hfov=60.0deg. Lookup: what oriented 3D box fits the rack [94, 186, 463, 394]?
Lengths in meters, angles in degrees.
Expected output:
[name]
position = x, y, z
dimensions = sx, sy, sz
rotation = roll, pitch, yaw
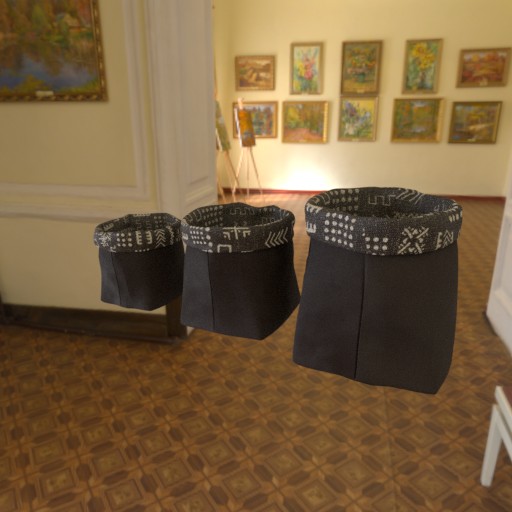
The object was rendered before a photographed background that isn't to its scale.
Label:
[rack]
position = 0.000, 0.000, 1.061
dimensions = 0.905, 0.323, 0.379
rotation = 8, 19, 24
